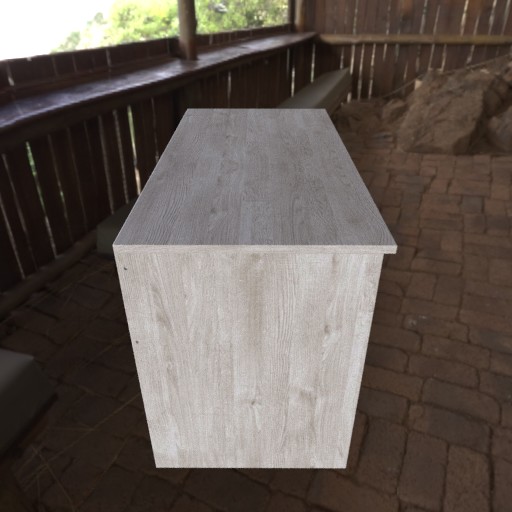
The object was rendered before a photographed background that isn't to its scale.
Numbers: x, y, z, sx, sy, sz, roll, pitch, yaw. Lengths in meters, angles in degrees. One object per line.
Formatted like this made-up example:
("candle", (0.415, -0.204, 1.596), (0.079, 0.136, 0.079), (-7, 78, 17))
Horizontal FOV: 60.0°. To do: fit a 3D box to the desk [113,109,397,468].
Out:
("desk", (0.000, 0.000, 1.530), (0.560, 0.730, 1.100), (0, 32, 0))
